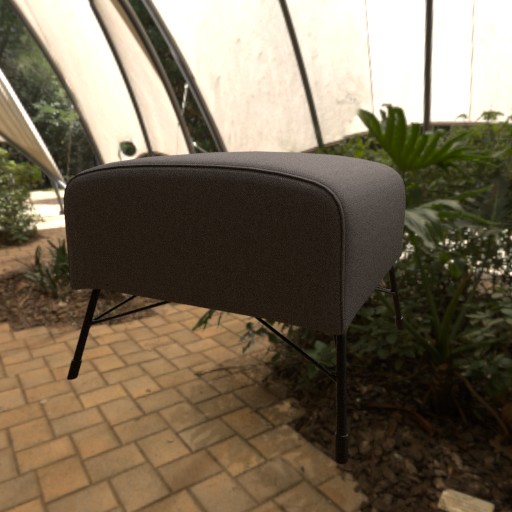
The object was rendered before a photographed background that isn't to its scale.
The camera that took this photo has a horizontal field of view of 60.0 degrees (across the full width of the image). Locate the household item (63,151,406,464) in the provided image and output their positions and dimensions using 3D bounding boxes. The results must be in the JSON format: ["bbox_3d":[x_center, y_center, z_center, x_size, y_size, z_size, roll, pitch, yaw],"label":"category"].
[{"bbox_3d":[0.000,0.000,0.891,0.530,0.410,0.530,6,15,25],"label":"household item"}]
